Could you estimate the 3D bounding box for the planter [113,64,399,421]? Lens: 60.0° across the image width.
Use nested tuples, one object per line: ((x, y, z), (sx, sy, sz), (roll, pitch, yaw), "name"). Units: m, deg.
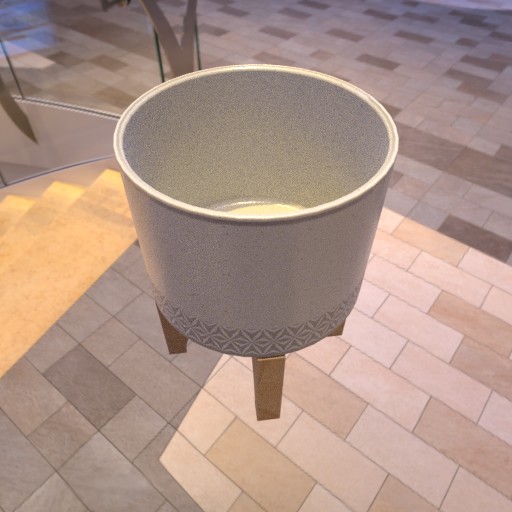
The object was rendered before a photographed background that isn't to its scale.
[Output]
((0.000, 0.000, 0.270), (0.130, 0.178, 0.130), (0, 47, 0), "planter")
